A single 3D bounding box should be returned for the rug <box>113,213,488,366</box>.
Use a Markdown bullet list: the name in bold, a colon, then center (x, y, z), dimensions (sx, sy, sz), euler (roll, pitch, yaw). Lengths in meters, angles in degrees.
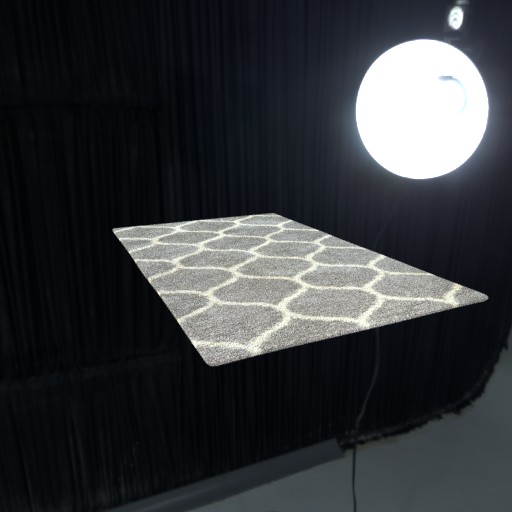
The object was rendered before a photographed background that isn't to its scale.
- **rug**: center (0.000, 0.000, 2.939), dimensions (1.501, 0.025, 2.348), euler (-8, 19, -24)
